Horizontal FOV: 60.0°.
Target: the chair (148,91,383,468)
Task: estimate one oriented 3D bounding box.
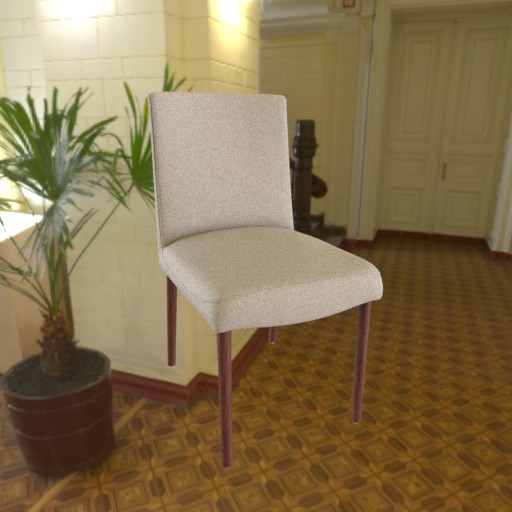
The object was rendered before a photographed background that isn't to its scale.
[{"bbox_3d":[0.000,0.000,1.202,0.456,0.859,0.570,-8,19,-24],"label":"chair"}]
